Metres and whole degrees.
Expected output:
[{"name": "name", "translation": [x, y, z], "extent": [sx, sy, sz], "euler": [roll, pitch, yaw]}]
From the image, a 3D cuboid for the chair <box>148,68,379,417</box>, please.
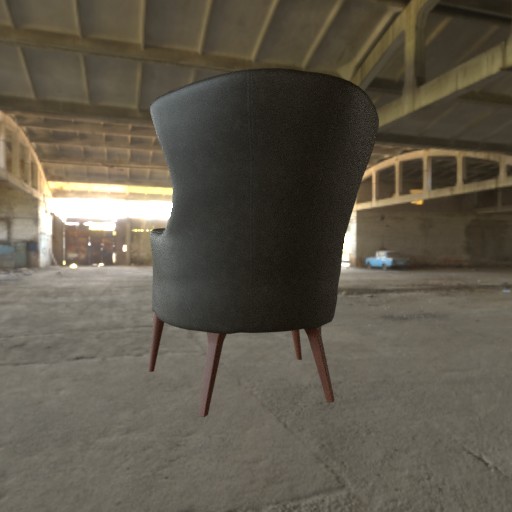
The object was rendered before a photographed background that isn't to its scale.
[{"name": "chair", "translation": [0.000, 0.000, 1.711], "extent": [0.819, 1.068, 0.954], "euler": [0, 1, -17]}]
